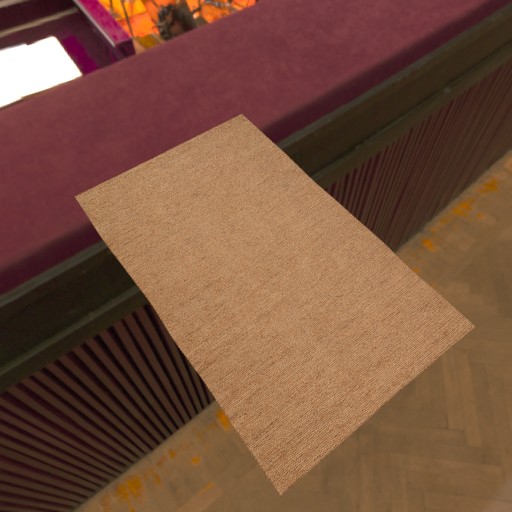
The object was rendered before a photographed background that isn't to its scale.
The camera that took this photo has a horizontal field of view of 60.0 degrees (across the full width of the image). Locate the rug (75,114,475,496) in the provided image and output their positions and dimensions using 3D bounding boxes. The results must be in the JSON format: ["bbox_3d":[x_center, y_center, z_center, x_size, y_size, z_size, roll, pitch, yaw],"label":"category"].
[{"bbox_3d":[0.000,0.000,2.992,1.533,0.011,2.439,-32,63,-19],"label":"rug"}]
